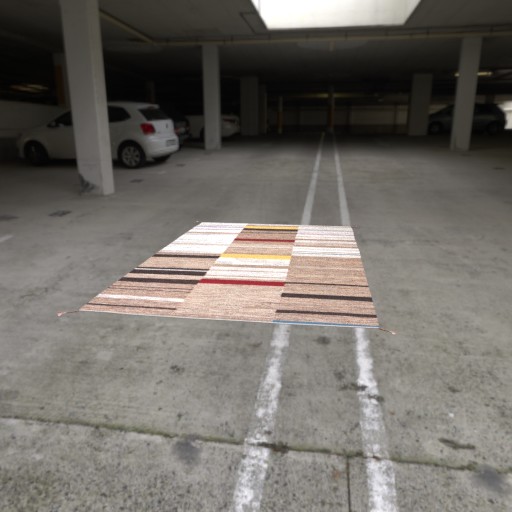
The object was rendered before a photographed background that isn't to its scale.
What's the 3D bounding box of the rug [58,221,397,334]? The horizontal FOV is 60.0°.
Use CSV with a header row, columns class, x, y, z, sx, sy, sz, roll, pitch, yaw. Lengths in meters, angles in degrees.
class,x,y,z,sx,sy,sz,roll,pitch,yaw
rug,0.000,0.000,2.494,1.268,0.007,1.918,2,15,8
